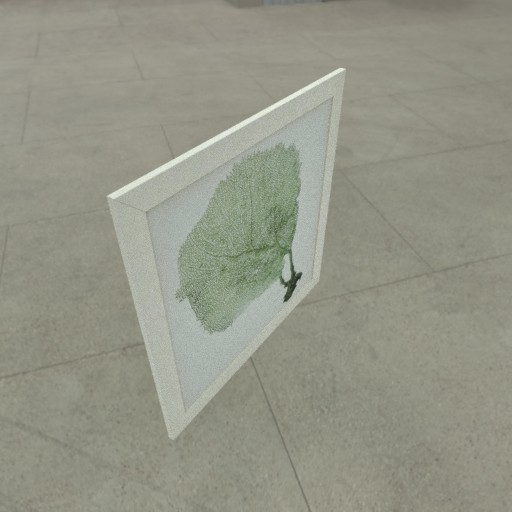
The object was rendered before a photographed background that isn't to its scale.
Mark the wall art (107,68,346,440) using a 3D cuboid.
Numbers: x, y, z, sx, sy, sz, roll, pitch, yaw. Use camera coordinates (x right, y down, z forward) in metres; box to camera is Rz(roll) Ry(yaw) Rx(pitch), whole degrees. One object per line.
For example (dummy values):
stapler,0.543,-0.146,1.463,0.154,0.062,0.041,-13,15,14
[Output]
wall art,0.000,0.000,0.899,0.013,0.584,0.584,26,47,27
